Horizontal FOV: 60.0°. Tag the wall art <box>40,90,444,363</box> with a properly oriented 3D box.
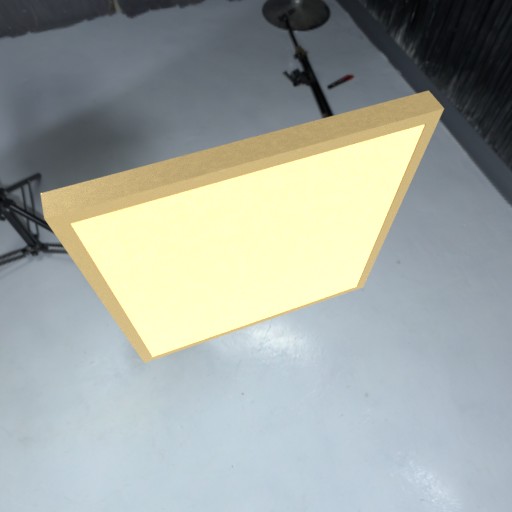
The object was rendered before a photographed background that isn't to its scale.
[{"bbox_3d":[0.000,0.000,1.914,1.284,1.284,0.095,-18,60,-10],"label":"wall art"}]
